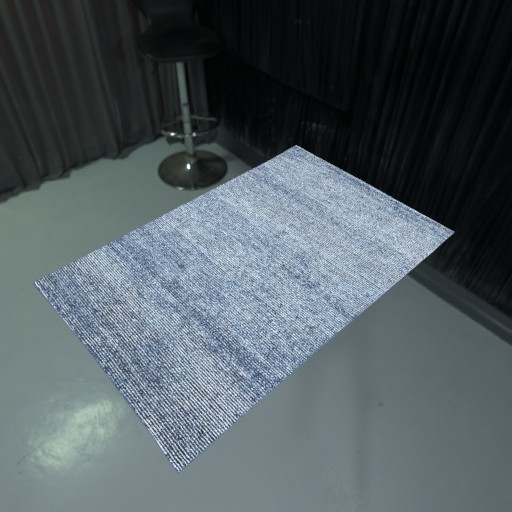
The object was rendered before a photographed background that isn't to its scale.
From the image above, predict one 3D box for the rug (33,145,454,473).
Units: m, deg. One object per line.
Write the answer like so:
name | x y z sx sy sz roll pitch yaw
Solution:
rug | 0.000 0.000 2.212 1.793 0.025 1.159 -33 54 -28
